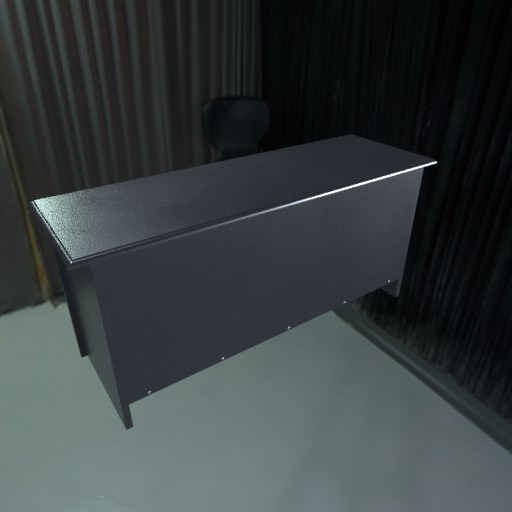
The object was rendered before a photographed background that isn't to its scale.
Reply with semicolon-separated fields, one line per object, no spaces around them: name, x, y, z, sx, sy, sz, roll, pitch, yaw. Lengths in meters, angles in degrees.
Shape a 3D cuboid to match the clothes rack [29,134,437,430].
clothes rack;0.000;0.000;1.490;1.219;0.556;0.406;-19;35;-29
